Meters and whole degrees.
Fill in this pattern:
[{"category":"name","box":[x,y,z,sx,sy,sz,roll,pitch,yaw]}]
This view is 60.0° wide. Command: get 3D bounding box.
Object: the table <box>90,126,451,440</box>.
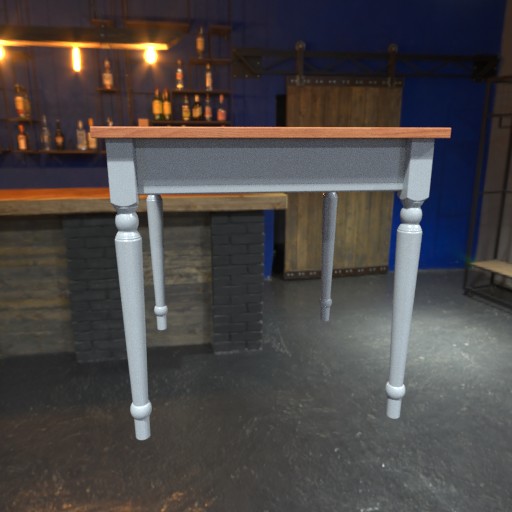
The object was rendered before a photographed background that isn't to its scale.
[{"category":"table","box":[0.000,0.000,1.355,0.747,0.738,0.747,-2,15,-7]}]
